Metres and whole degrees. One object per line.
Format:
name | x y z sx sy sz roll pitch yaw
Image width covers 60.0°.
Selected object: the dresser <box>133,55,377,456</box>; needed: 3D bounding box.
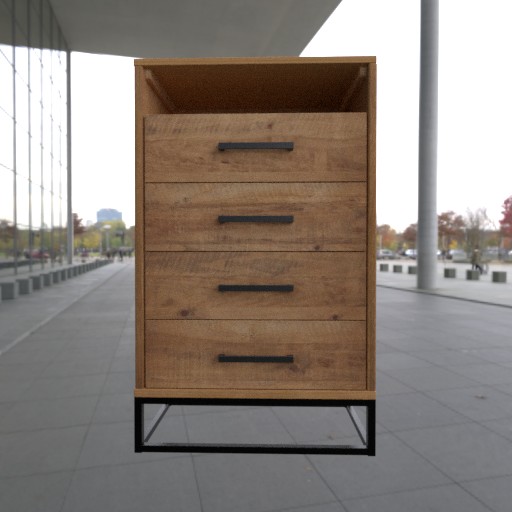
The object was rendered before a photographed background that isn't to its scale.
dresser | 0.000 0.000 1.596 0.761 1.240 0.479 0 1 2
